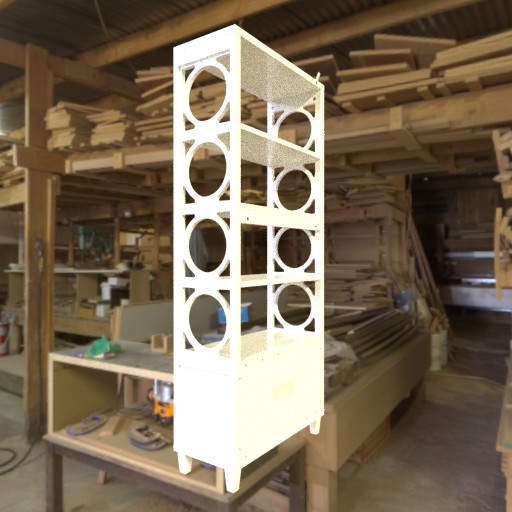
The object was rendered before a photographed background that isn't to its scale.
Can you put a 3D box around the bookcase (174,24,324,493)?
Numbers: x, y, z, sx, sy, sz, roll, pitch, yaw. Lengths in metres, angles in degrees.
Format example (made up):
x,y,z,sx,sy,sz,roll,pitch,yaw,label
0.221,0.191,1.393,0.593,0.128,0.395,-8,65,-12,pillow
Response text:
x,y,z,sx,sy,sz,roll,pitch,yaw,label
0.000,0.000,2.116,0.361,1.869,0.761,0,0,35,bookcase
